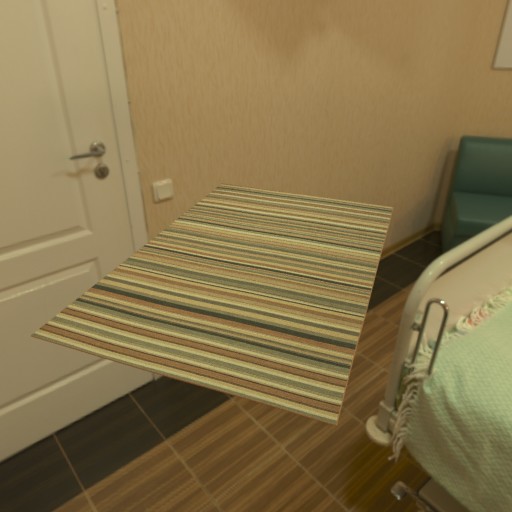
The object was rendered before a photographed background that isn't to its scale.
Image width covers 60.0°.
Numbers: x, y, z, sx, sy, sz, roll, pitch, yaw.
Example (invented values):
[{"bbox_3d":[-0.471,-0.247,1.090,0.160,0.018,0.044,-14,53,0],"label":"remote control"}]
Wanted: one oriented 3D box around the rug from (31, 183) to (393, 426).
[{"bbox_3d":[0.000,0.000,2.305,1.219,0.008,1.829,10,31,18],"label":"rug"}]
